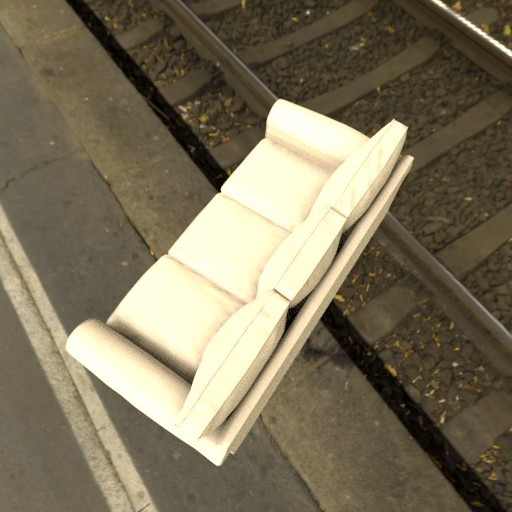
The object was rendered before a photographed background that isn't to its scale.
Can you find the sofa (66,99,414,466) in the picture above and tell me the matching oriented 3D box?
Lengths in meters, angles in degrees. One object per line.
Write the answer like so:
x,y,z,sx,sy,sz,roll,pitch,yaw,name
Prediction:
0.000,0.000,2.658,0.998,0.889,2.118,31,67,15,sofa
